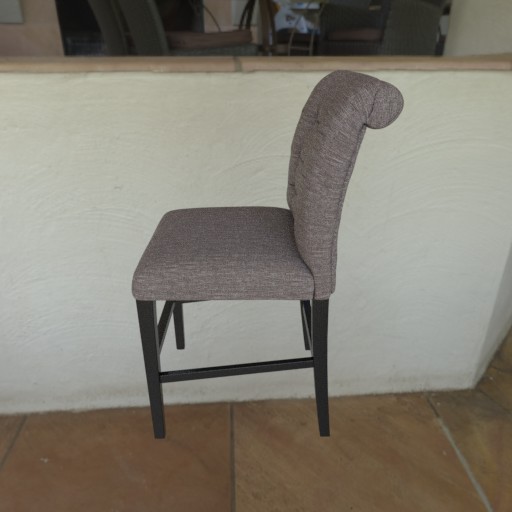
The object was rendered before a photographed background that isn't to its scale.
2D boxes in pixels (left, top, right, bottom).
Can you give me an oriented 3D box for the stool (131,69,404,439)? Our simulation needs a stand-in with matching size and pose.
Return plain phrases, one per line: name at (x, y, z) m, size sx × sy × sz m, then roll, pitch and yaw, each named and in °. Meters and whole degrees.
stool at (0.000, 0.000, 1.274) m, size 0.611 × 0.970 × 0.457 m, roll 0°, pitch 26°, yaw 0°
